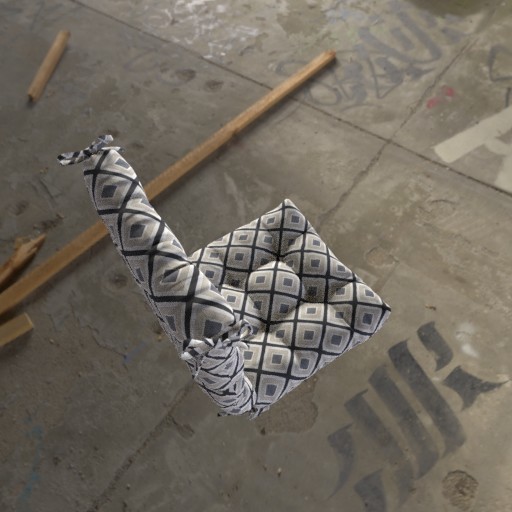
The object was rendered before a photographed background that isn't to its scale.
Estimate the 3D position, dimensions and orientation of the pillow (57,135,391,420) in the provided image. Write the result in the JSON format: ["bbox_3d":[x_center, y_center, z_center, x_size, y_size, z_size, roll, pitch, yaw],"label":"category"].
[{"bbox_3d":[0.000,0.000,1.021,0.571,0.605,0.519,-29,61,-18],"label":"pillow"}]
